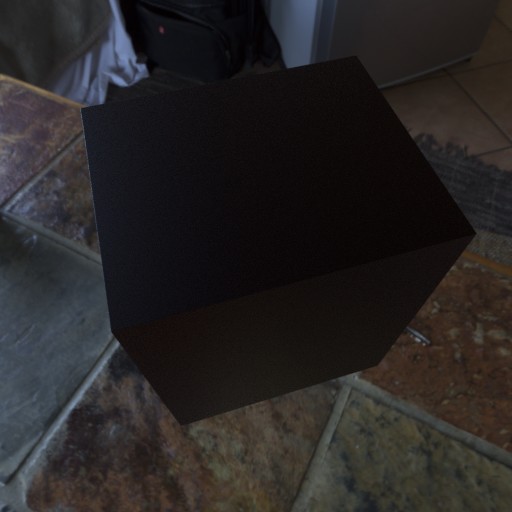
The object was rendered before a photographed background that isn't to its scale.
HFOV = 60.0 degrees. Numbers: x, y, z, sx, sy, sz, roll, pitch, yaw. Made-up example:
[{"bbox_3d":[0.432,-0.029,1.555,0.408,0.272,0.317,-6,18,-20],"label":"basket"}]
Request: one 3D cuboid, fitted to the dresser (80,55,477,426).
[{"bbox_3d":[0.000,0.000,0.748,0.400,0.470,0.360,-14,60,-9],"label":"dresser"}]
